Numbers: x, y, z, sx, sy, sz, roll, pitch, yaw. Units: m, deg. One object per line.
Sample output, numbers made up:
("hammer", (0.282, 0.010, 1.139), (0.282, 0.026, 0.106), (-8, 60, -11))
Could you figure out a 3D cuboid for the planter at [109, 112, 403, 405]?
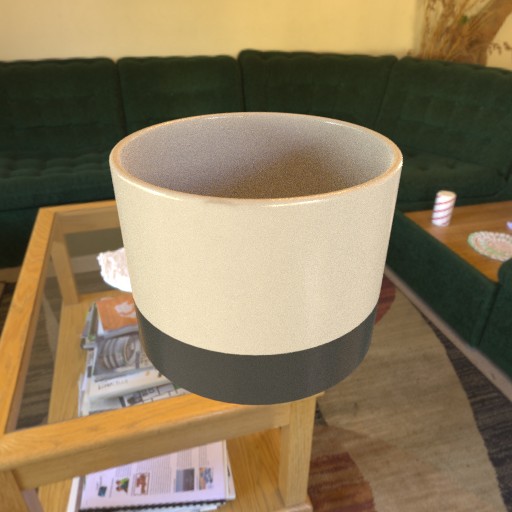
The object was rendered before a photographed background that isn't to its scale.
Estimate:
("planter", (0.000, 0.000, 0.347), (0.193, 0.177, 0.193), (0, 31, 0))
